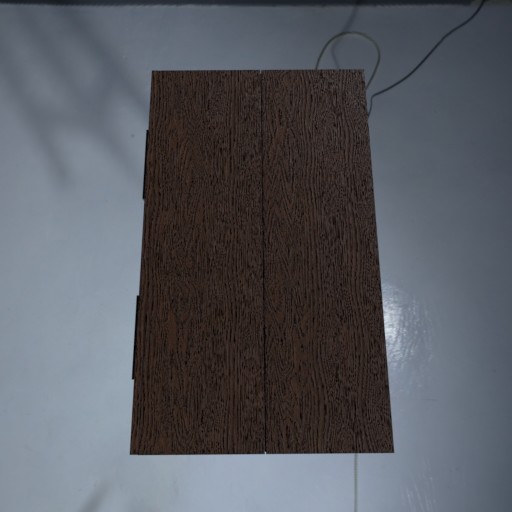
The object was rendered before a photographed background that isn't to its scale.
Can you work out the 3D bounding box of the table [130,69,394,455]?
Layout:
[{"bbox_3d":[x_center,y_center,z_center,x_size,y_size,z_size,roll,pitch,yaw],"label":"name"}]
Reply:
[{"bbox_3d":[0.000,0.000,1.483,0.719,0.361,1.167,0,76,0],"label":"table"}]
